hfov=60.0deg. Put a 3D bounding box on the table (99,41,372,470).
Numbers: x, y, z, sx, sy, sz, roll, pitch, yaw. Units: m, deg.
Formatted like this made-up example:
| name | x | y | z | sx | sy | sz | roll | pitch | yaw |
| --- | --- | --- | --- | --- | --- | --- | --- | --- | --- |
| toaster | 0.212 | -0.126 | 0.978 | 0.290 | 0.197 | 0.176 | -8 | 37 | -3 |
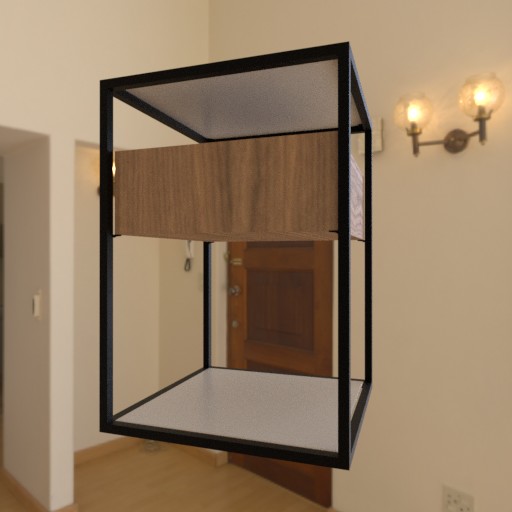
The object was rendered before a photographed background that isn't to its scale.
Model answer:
| name | x | y | z | sx | sy | sz | roll | pitch | yaw |
| --- | --- | --- | --- | --- | --- | --- | --- | --- | --- |
| table | 0.000 | 0.000 | 0.797 | 0.378 | 0.540 | 0.378 | 0 | 0 | 19 |
